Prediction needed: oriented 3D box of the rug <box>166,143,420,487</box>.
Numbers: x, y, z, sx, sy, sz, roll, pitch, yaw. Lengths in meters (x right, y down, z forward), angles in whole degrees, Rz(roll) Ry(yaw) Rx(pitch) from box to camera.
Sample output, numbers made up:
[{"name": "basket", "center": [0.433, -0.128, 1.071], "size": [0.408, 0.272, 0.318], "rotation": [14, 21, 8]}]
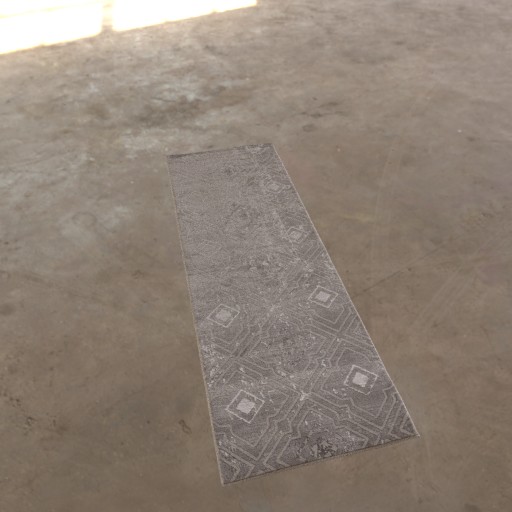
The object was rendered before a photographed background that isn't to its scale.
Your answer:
[{"name": "rug", "center": [0.000, 0.000, 2.581], "size": [0.832, 0.035, 2.381], "rotation": [-10, 46, -9]}]
